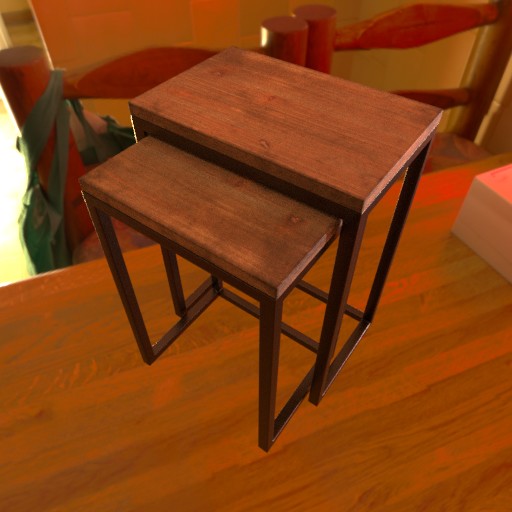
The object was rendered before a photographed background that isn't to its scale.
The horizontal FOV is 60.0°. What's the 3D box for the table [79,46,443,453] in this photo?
[{"bbox_3d":[0.000,0.000,0.928,0.456,0.615,0.460,30,54,25],"label":"table"}]
